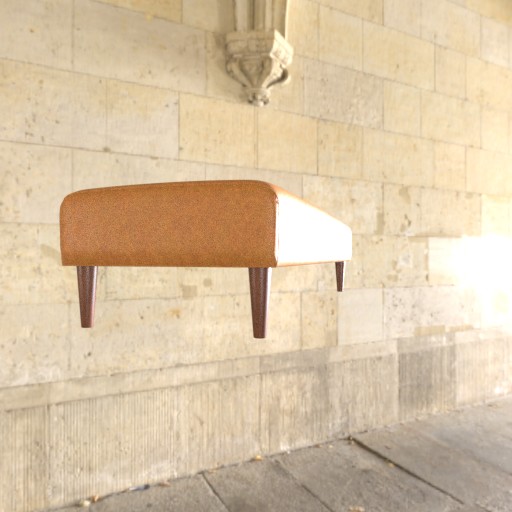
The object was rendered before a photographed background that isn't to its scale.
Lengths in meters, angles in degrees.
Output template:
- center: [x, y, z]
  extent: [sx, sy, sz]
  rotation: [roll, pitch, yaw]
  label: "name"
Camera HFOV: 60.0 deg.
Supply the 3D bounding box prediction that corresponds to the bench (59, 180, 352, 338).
- center: [0.000, 0.000, 1.867]
  extent: [0.653, 0.399, 1.610]
  rotation: [0, 0, 18]
  label: "bench"
